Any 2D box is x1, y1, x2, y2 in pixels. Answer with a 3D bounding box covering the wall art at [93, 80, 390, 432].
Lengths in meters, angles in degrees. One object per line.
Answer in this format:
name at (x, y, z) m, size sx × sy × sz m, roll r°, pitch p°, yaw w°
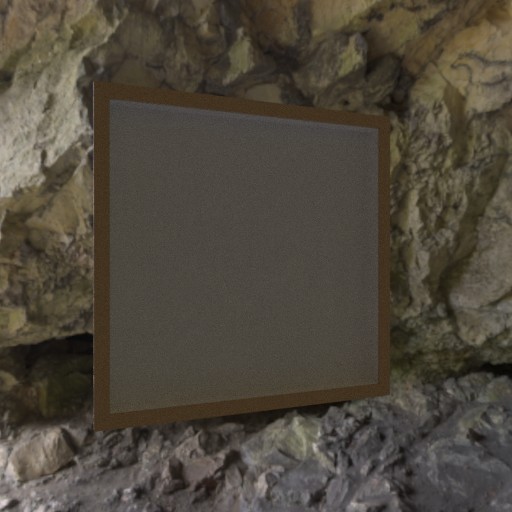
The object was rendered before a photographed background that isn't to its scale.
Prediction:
wall art at (0.000, 0.000, 0.889) m, size 0.612 × 0.612 × 0.038 m, roll 0°, pitch 0°, yaw -19°
